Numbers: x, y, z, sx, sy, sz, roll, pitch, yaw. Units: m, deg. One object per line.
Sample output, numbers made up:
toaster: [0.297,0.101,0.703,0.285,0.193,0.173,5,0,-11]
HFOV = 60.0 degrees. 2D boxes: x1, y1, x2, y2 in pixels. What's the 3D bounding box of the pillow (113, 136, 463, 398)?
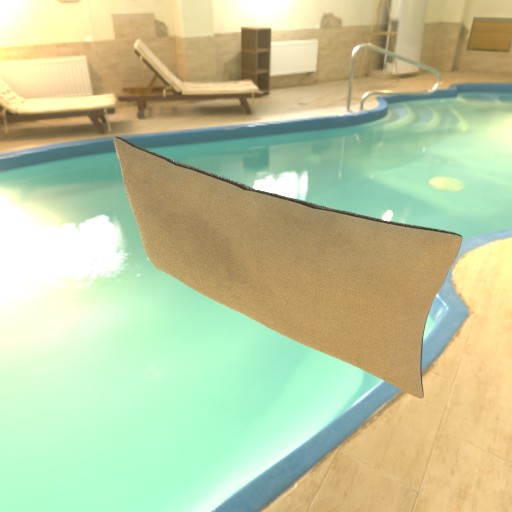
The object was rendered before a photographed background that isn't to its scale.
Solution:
pillow: [0.000,0.000,0.735,0.608,0.305,0.156,22,38,32]
